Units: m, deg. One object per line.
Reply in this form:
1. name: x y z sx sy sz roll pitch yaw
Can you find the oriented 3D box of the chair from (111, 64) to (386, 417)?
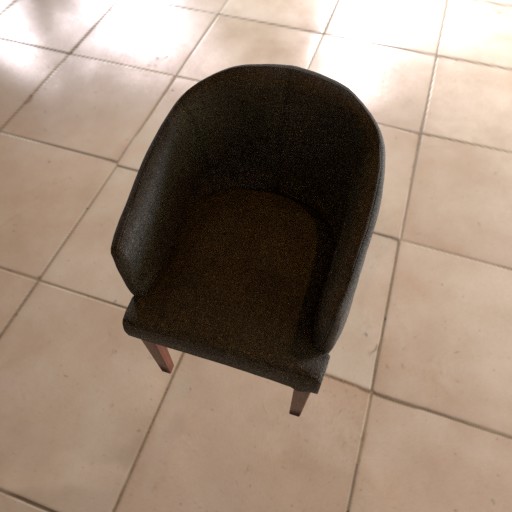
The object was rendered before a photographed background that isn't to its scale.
1. chair: 0.000 0.000 1.272 0.583 0.811 0.655 15 59 9
